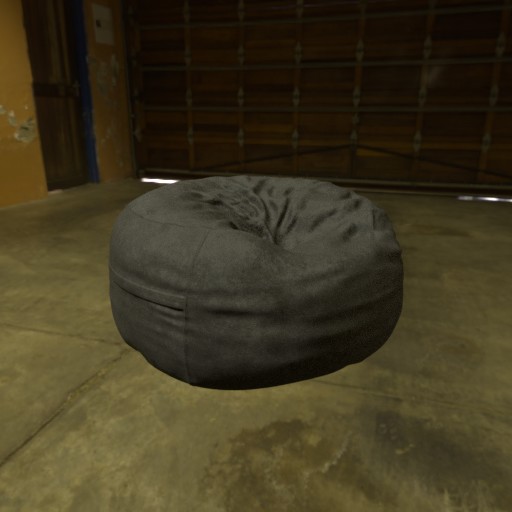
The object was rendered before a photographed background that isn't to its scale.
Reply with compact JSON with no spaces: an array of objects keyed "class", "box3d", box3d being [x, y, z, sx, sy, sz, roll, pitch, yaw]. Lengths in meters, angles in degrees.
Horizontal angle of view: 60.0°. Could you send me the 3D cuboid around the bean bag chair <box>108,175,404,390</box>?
[{"class":"bean bag chair","box3d":[0.000,0.000,2.382,1.525,0.751,1.525,0,17,0]}]
